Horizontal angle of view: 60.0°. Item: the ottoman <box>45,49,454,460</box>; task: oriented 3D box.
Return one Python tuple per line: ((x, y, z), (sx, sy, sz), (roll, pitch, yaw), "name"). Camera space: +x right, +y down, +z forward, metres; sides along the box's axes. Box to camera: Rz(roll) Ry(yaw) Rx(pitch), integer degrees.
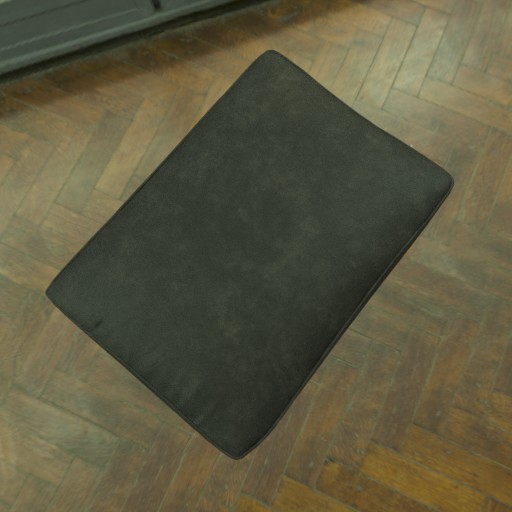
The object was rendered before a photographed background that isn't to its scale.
((0.000, 0.000, 0.975), (0.501, 0.413, 0.665), (38, 80, 8), "ottoman")
